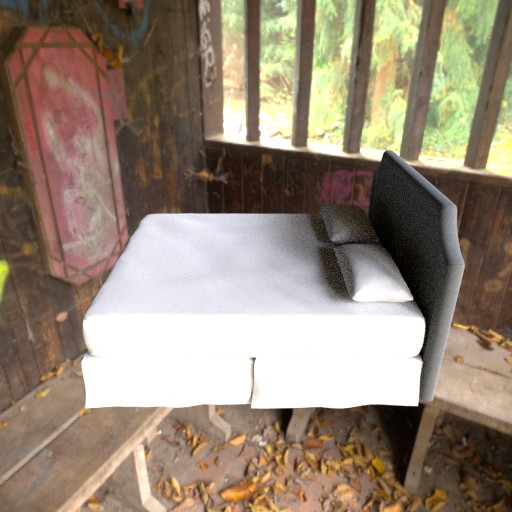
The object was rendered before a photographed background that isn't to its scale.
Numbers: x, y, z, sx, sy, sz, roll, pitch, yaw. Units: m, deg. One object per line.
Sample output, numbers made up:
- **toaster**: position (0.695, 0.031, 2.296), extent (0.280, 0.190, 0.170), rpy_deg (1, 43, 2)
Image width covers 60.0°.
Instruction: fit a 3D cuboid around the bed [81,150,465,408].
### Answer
- **bed**: position (0.000, 0.000, 3.347), extent (2.259, 1.296, 1.811), rpy_deg (0, 27, 0)
